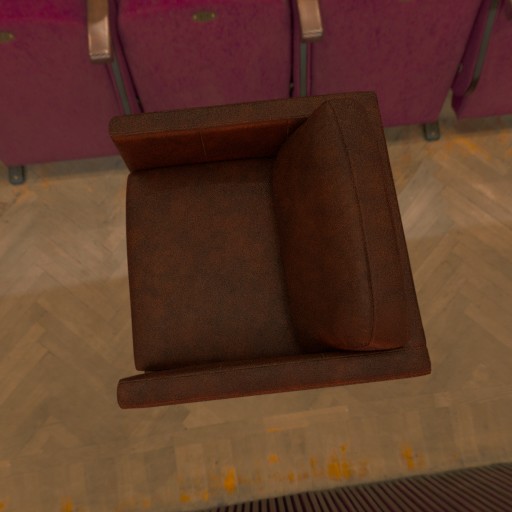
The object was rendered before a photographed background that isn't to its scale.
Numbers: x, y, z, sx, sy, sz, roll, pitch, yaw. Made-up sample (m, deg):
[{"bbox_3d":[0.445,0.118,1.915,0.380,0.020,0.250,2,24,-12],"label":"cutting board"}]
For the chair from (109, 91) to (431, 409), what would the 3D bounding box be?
[{"bbox_3d":[0.000,0.000,1.702,0.975,0.864,0.990,-6,76,-2],"label":"chair"}]
